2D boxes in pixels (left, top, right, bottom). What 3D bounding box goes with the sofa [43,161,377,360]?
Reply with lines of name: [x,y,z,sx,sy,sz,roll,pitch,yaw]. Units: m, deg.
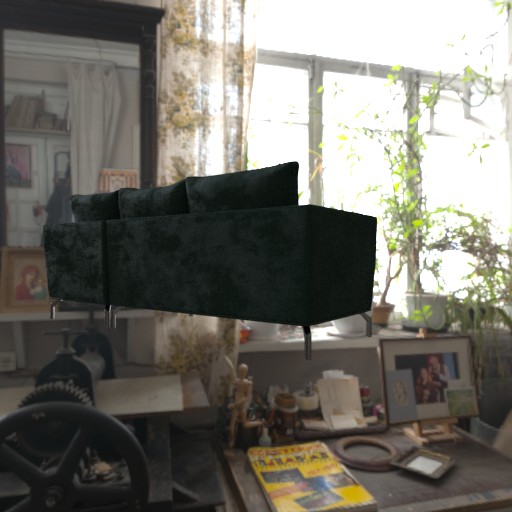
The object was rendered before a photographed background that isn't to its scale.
sofa: [0.000,0.000,3.796,2.468,1.004,2.452,0,0,37]
